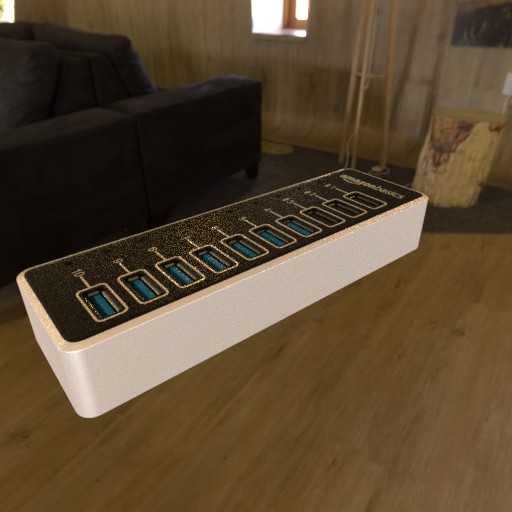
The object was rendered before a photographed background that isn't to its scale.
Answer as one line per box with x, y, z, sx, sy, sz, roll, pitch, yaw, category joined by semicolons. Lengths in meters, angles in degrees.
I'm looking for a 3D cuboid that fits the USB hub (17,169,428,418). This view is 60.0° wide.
0.000;0.000;0.158;0.145;0.023;0.044;-22;37;-32;USB hub
